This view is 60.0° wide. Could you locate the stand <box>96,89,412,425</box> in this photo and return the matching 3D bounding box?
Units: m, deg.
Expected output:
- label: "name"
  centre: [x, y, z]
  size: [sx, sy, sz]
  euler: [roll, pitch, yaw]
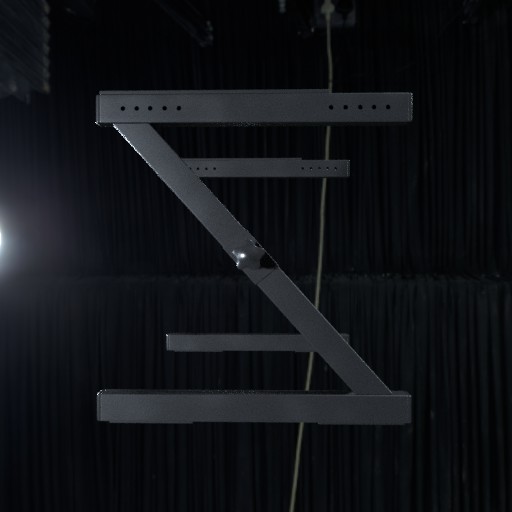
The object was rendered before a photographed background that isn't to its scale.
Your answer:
- label: "stand"
  centre: [0.000, 0.000, 1.129]
  size: [0.586, 0.617, 0.700]
  euler: [0, 1, 1]
